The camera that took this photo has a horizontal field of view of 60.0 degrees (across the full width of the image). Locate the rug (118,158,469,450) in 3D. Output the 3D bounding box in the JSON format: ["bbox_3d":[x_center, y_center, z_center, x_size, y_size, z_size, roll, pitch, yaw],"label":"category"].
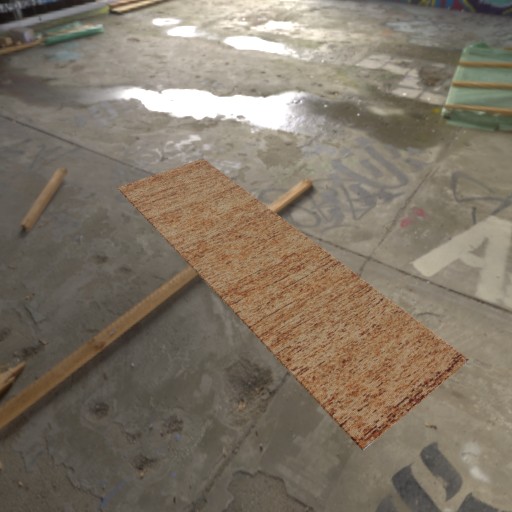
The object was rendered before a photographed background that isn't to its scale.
[{"bbox_3d":[0.000,0.000,2.473,0.680,0.014,2.237,-26,47,-27],"label":"rug"}]
